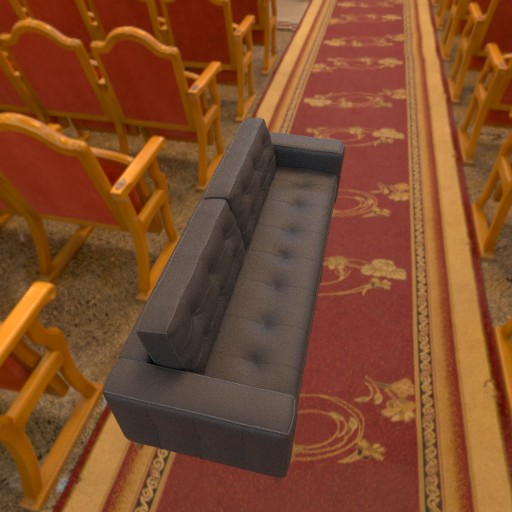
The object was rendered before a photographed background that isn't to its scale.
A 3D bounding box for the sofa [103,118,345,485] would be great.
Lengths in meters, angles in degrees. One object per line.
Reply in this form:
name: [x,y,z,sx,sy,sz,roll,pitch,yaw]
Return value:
sofa: [0.000,0.000,2.691,0.833,0.893,2.275,10,46,9]
